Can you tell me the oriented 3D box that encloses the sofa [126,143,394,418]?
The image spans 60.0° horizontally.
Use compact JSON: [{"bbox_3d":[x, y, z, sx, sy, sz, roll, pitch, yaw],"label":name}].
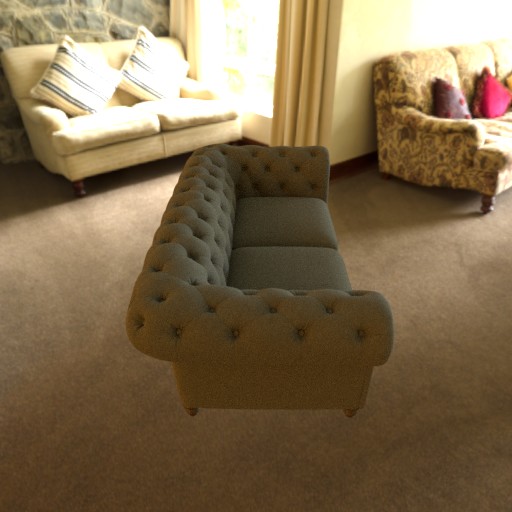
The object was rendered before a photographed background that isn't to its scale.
[{"bbox_3d":[0.000,0.000,2.494,0.986,0.764,1.998,0,32,1],"label":"sofa"}]
